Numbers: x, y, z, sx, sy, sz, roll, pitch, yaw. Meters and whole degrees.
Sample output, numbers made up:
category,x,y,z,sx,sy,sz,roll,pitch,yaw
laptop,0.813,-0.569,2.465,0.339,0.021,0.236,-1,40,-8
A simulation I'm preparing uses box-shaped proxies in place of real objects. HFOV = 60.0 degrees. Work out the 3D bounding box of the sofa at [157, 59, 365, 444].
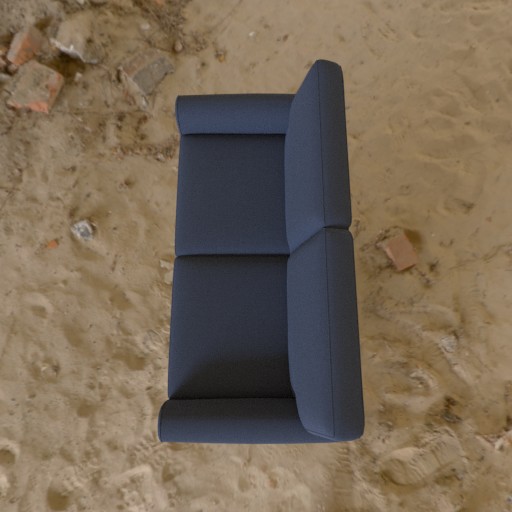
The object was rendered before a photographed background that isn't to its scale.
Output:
category,x,y,z,sx,sy,sz,roll,pitch,yaw
sofa,0.000,0.000,2.478,0.940,1.020,1.930,0,75,0
